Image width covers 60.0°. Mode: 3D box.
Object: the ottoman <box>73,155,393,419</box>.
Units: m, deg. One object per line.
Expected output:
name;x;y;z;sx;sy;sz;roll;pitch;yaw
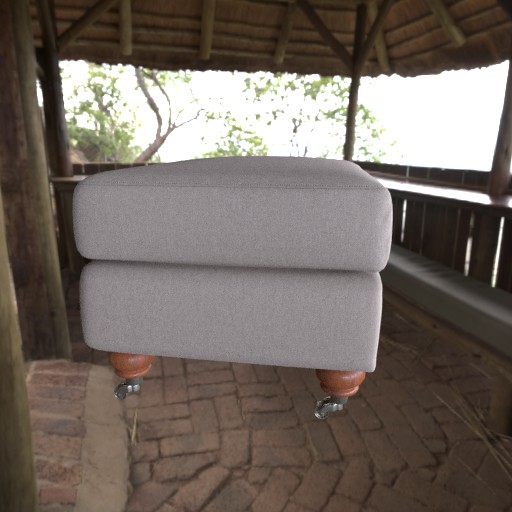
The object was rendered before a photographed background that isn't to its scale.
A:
ottoman;0.000;0.000;1.133;0.574;0.497;0.773;2;14;9
